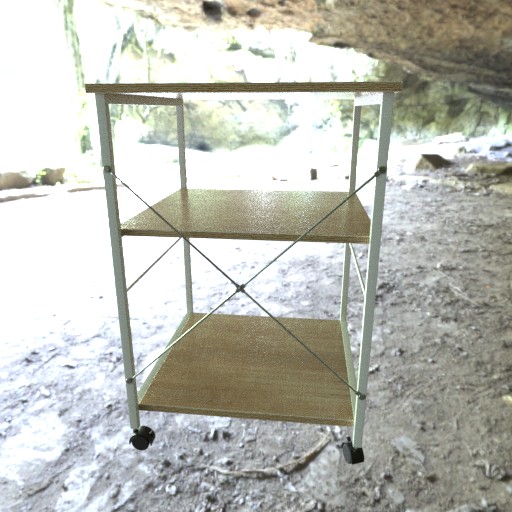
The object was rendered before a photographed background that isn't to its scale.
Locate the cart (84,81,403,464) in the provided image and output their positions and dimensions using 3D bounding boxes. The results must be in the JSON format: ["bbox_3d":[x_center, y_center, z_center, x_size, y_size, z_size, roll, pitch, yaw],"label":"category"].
[{"bbox_3d":[0.000,0.000,1.081,0.521,0.762,0.520,2,18,6],"label":"cart"}]
